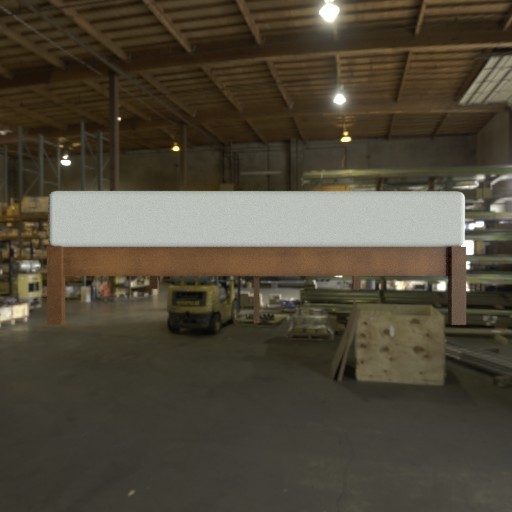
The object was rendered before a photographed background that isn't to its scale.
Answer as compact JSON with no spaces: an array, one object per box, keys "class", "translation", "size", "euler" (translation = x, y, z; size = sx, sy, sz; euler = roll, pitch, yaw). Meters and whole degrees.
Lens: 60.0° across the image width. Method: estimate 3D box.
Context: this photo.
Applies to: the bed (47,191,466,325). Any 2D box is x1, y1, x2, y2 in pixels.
[{"class":"bed","translation":[0.000,0.000,3.053],"size":[1.930,0.616,2.049],"euler":[0,0,0]}]
